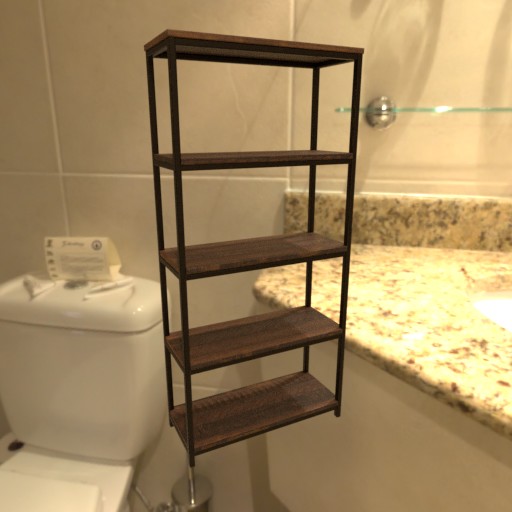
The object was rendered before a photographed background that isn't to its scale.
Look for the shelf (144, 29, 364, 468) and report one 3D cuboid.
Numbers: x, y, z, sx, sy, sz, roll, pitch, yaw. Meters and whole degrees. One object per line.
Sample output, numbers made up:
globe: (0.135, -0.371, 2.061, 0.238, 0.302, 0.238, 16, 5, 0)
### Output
shelf: (0.000, 0.000, 2.152, 0.874, 1.860, 0.359, -8, 18, -25)
